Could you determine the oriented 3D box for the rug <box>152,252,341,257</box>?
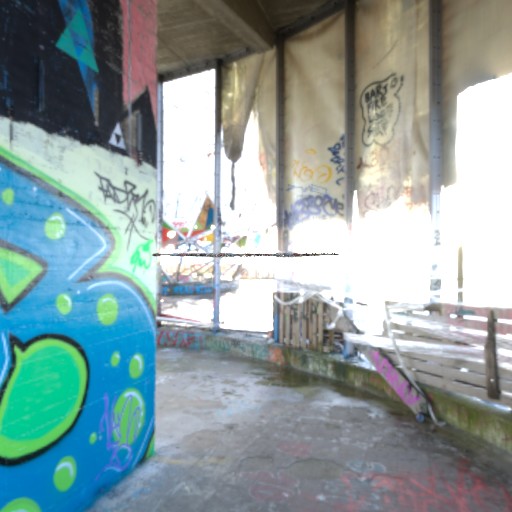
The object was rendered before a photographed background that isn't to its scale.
[{"bbox_3d":[0.000,0.000,2.808,1.324,0.018,2.378,0,0,18],"label":"rug"}]
